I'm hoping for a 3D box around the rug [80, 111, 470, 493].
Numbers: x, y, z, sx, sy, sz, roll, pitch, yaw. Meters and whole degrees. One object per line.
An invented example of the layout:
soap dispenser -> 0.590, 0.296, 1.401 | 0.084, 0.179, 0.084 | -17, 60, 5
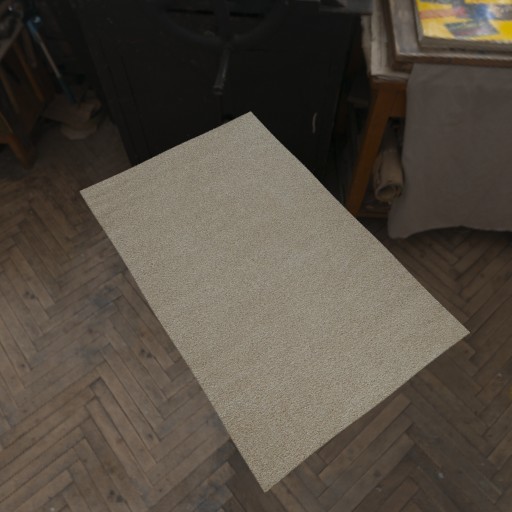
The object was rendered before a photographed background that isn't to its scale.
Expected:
rug -> 0.000, 0.000, 2.942 | 1.500, 0.025, 2.346 | -30, 63, -17
